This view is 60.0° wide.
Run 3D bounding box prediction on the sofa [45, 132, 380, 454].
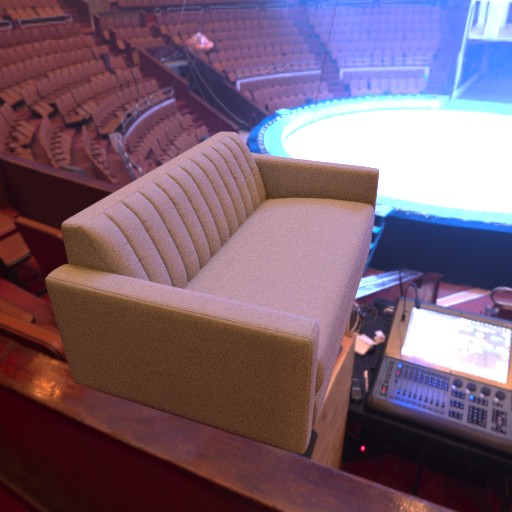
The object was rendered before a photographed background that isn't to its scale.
[{"bbox_3d":[0.000,0.000,2.105,0.950,0.801,1.585,10,31,18],"label":"sofa"}]
